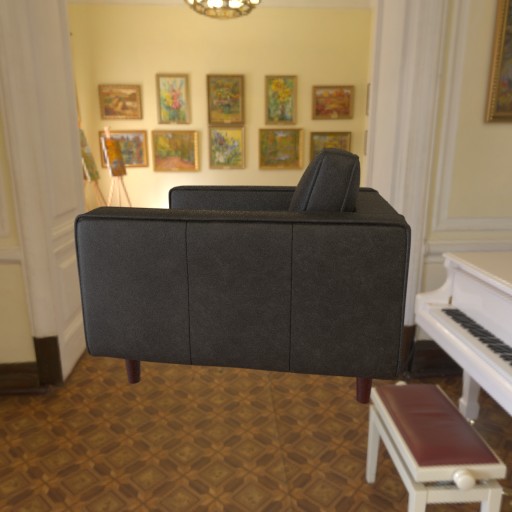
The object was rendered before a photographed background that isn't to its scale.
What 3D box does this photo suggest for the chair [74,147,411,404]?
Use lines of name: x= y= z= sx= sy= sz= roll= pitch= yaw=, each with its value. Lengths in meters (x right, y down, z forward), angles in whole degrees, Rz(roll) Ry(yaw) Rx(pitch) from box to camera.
chair: x=0.000 y=0.000 z=1.602 sx=0.914 sy=0.763 sz=0.889 roll=2 pitch=14 yaw=9
